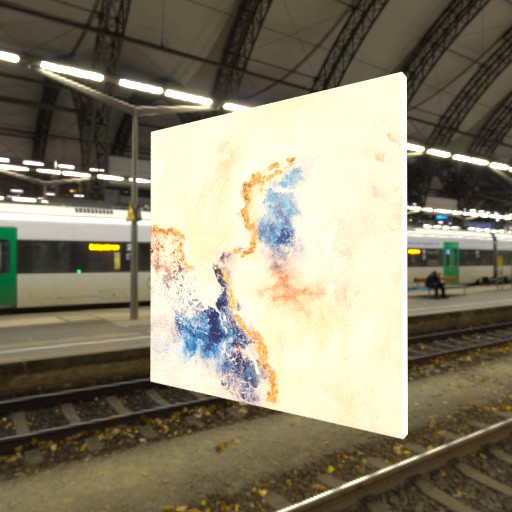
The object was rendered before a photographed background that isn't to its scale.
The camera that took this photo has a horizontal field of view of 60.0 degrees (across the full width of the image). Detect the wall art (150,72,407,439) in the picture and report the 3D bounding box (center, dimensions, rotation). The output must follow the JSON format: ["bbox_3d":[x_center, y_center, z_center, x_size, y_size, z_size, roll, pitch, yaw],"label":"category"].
[{"bbox_3d":[0.000,0.000,1.339,0.889,0.889,0.038,0,-1,35],"label":"wall art"}]
